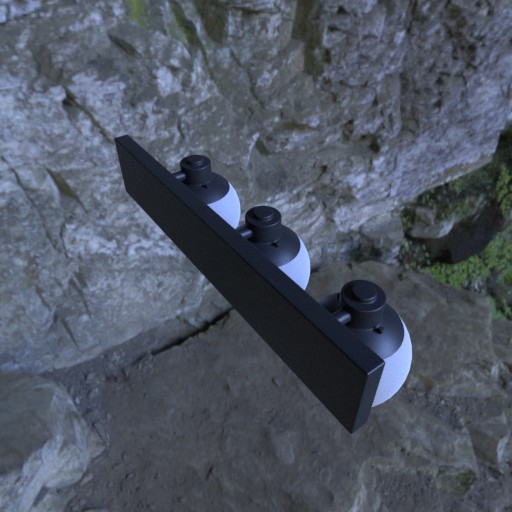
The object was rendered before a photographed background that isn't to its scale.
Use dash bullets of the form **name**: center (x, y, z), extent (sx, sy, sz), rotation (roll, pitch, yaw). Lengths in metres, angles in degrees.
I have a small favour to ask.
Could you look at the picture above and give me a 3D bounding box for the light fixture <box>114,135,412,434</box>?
- **light fixture**: center (0.000, 0.000, 0.843), extent (0.218, 0.263, 0.721), rotation (-25, 46, -26)
